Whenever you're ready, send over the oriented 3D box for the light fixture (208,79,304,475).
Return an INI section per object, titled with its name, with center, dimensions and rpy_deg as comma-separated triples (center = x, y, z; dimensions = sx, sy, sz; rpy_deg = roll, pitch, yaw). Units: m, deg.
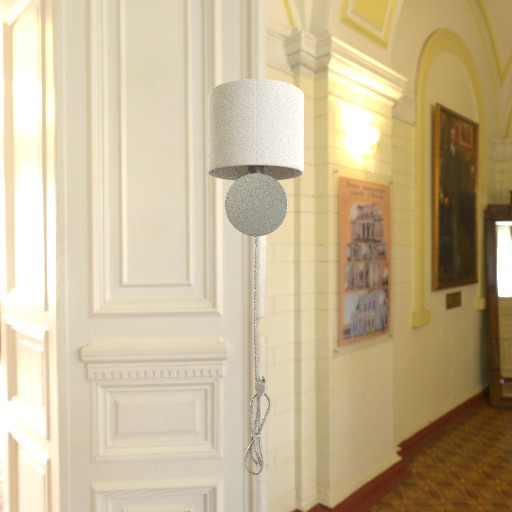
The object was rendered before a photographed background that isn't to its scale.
[light fixture]
center = 0.000, 0.000, 1.070
dimensions = 0.253, 0.842, 0.479
rpy_deg = 0, 1, 0
